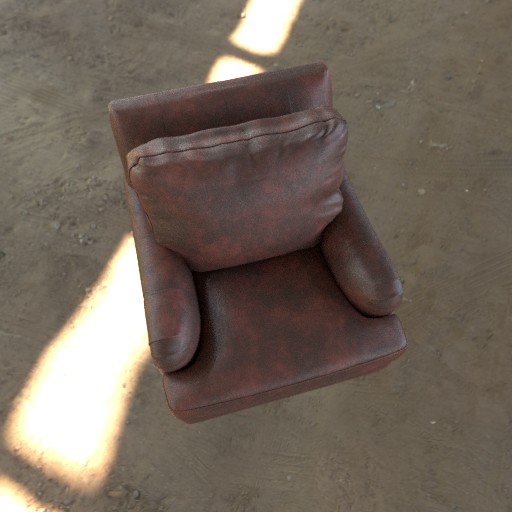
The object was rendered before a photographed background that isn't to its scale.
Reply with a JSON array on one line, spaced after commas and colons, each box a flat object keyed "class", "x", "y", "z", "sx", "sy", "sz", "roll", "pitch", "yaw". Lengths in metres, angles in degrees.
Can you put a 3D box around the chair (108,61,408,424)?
[{"class": "chair", "x": 0.000, "y": 0.000, "z": 1.914, "sx": 0.987, "sy": 1.051, "sz": 1.156, "roll": -13, "pitch": 63, "yaw": -7}]
